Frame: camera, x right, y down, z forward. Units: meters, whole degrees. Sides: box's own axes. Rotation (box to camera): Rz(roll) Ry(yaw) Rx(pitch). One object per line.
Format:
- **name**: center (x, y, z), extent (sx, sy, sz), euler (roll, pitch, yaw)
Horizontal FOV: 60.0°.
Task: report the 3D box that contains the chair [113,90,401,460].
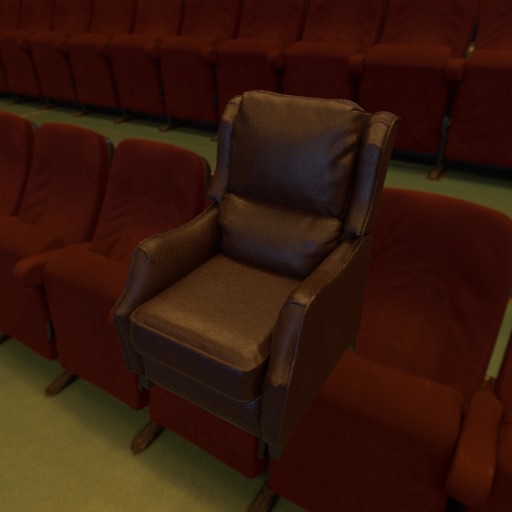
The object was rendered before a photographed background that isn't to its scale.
- **chair**: center (0.000, 0.000, 1.770), extent (0.770, 1.132, 0.982), euler (17, 34, 27)
